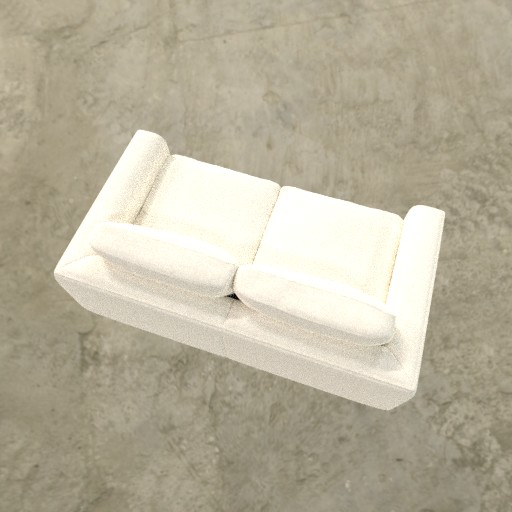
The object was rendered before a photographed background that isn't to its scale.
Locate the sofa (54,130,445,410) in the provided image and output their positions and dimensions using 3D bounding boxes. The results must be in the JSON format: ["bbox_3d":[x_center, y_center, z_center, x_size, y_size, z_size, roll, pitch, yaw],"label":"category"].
[{"bbox_3d":[0.000,0.000,2.514,1.920,0.801,1.069,17,65,8],"label":"sofa"}]
